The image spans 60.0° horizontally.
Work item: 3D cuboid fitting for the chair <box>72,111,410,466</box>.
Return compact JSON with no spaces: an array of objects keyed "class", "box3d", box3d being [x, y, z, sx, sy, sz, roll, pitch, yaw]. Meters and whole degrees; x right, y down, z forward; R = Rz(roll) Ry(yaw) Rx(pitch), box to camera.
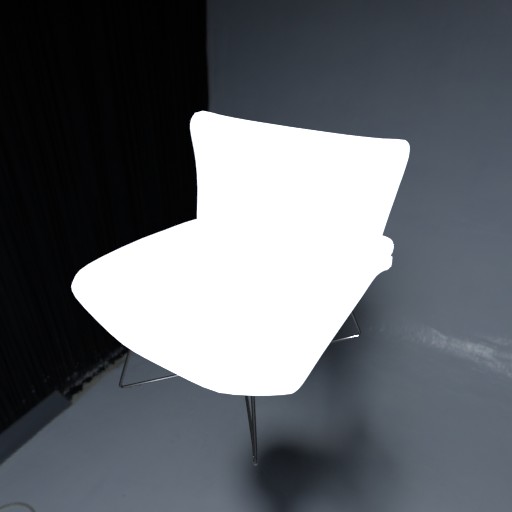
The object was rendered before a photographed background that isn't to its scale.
[{"class":"chair","box3d":[0.000,0.000,1.616,0.859,0.855,1.008,17,34,28]}]
